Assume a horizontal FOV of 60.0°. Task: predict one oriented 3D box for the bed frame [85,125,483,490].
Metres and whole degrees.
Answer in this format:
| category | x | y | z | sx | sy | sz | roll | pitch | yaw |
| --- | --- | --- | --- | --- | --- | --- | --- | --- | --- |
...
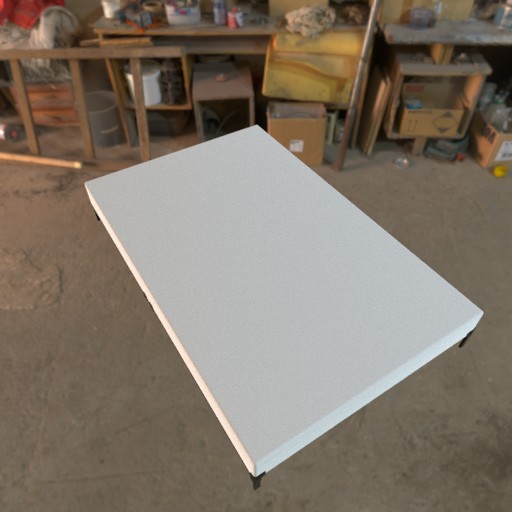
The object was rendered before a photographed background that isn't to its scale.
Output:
| category | x | y | z | sx | sy | sz | roll | pitch | yaw |
| --- | --- | --- | --- | --- | --- | --- | --- | --- | --- |
| bed frame | 0.000 | 0.000 | 3.776 | 1.930 | 0.440 | 2.987 | -25 | 52 | -22 |
